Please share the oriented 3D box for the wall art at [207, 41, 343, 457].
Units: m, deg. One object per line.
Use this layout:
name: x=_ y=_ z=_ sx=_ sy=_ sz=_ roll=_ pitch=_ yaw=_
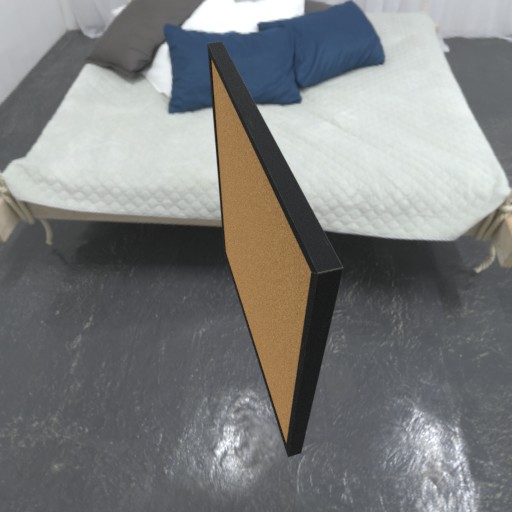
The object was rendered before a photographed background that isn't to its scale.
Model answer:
wall art: x=0.000 y=0.000 z=1.131 sx=0.037 sy=0.761 sz=0.761 roll=-12 pitch=49 yaw=-10
